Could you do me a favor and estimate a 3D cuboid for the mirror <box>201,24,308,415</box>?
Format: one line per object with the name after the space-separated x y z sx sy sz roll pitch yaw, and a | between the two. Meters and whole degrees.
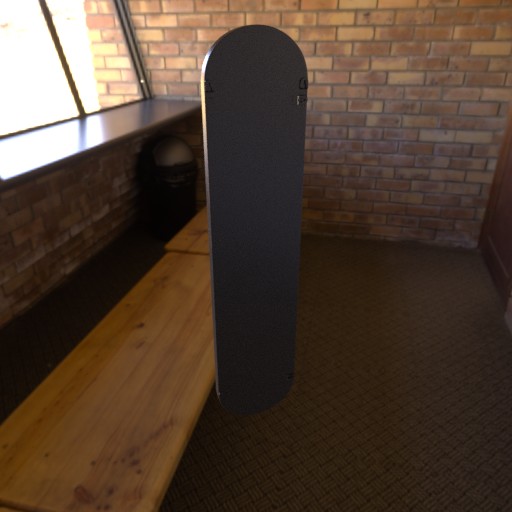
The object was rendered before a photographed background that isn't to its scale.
0.000 0.000 1.070 0.222 0.991 0.032 -9 27 -18 | mirror
